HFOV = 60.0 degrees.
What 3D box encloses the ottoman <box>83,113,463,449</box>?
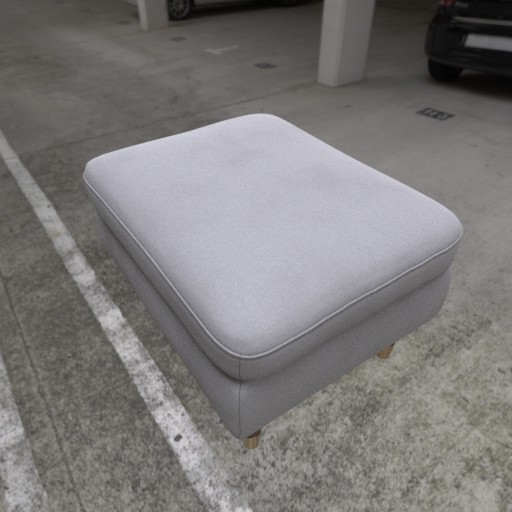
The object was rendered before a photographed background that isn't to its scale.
[{"bbox_3d":[0.000,0.000,1.092,0.593,0.478,0.747,-24,45,-27],"label":"ottoman"}]
